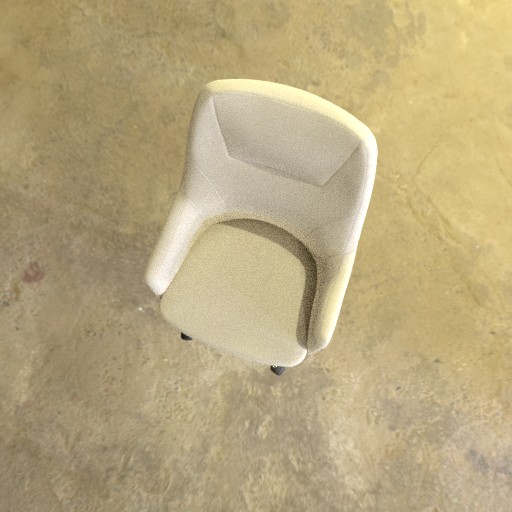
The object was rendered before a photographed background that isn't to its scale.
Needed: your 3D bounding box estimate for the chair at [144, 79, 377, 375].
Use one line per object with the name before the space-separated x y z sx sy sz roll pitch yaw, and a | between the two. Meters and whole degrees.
chair | 0.000 0.000 1.449 0.620 1.049 0.640 19 75 5
